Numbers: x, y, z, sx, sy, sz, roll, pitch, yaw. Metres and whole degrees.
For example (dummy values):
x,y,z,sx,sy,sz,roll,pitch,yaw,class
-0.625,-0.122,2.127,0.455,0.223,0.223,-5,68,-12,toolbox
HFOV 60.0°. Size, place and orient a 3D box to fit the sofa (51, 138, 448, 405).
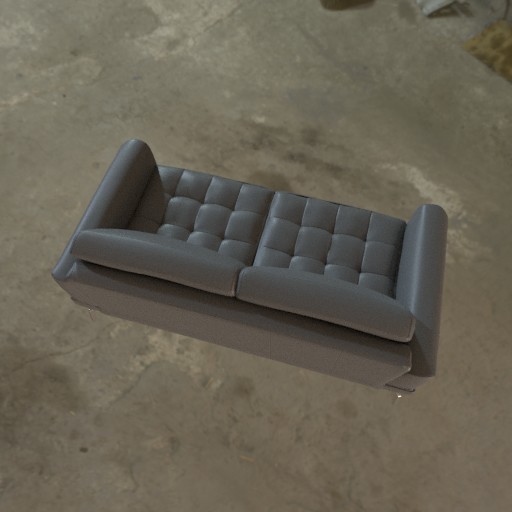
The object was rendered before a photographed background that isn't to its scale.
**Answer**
x,y,z,sx,sy,sz,roll,pitch,yaw,class
0.000,0.000,2.714,2.177,0.930,1.121,14,63,7,sofa
